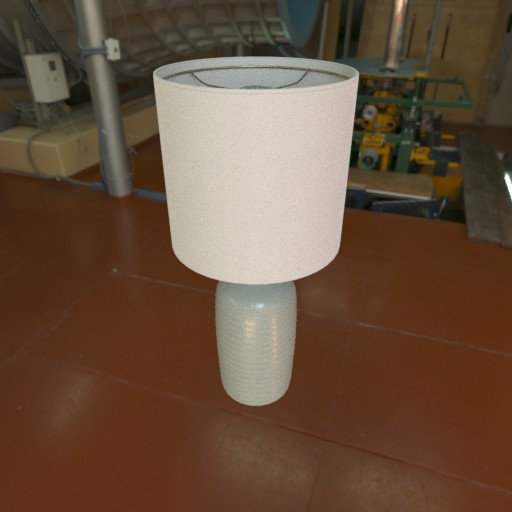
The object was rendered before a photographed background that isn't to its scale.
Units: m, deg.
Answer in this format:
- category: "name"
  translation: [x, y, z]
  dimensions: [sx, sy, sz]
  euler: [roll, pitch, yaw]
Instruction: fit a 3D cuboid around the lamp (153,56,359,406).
- category: "lamp"
  translation: [0.000, 0.000, 0.607]
  dimensions: [0.220, 0.475, 0.220]
  euler: [-21, 37, -31]
